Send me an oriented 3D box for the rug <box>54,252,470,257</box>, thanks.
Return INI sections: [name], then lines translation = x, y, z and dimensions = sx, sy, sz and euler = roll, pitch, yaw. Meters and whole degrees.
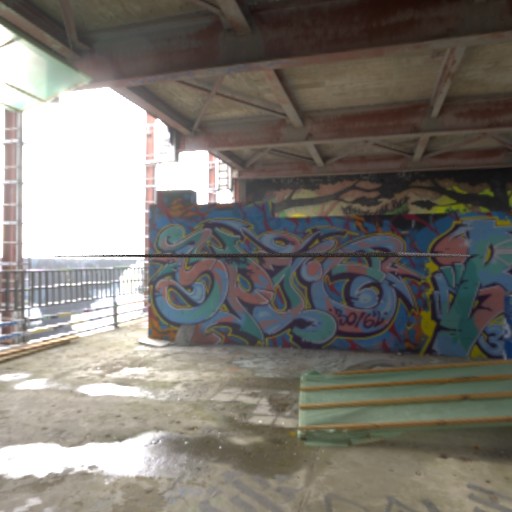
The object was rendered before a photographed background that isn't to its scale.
[rug]
translation = 0.000, 0.000, 3.048
dimensions = 2.438, 0.015, 1.524
euler = 0, 0, 35
